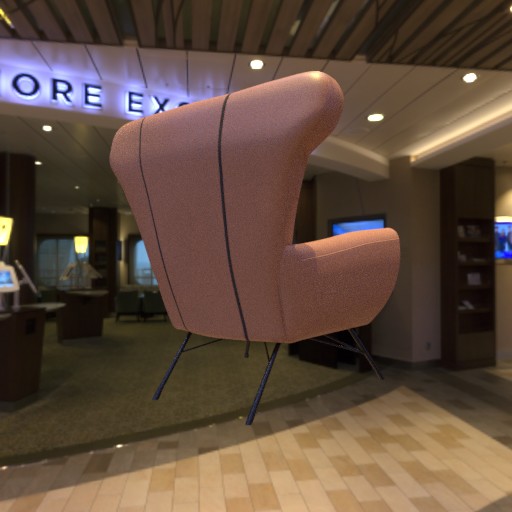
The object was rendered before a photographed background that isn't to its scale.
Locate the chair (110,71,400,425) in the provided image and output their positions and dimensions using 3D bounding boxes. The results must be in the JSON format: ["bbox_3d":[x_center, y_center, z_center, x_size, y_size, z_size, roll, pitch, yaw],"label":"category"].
[{"bbox_3d":[0.000,0.000,1.755,0.980,1.050,0.900,-1,-1,36],"label":"chair"}]
